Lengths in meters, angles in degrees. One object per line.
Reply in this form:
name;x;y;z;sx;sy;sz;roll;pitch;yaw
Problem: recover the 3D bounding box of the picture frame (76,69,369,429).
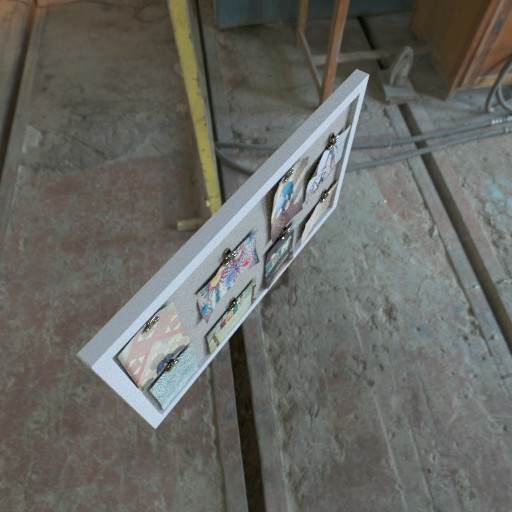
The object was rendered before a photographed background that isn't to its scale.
picture frame;0.000;0.000;0.802;0.044;0.379;0.647;32;64;18
